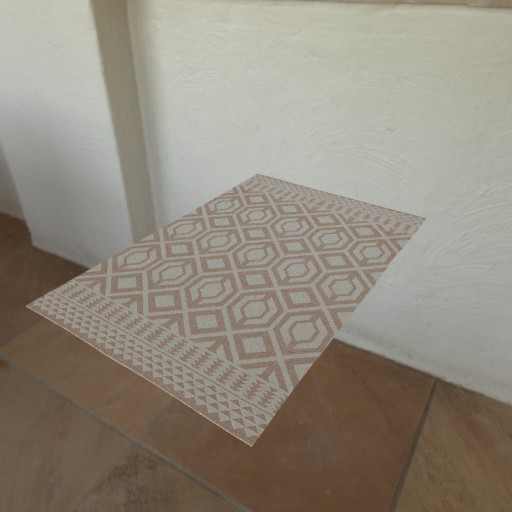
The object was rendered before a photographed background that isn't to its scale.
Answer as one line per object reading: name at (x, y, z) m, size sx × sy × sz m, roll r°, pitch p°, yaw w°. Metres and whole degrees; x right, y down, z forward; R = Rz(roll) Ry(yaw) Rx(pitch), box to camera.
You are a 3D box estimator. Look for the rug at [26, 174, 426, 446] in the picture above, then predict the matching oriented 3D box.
rug at (0.000, 0.000, 2.308) m, size 1.219 × 0.008 × 1.829 m, roll 20°, pitch 38°, yaw 28°
